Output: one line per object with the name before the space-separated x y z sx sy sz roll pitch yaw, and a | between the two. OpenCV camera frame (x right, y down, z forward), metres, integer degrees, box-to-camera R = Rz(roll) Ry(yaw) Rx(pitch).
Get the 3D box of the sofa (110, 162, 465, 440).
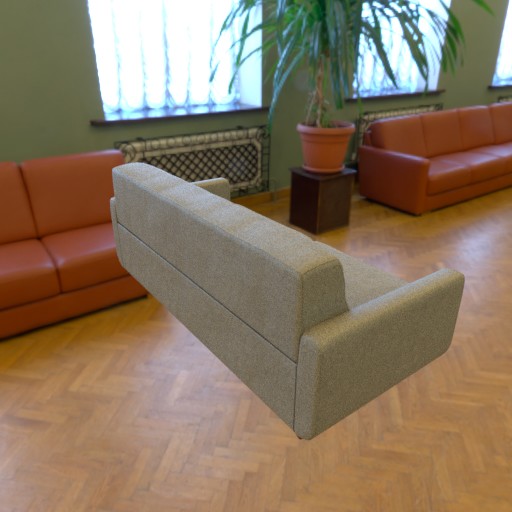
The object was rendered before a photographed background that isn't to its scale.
sofa | 0.000 0.000 2.579 0.968 0.873 2.055 -18 30 -32
